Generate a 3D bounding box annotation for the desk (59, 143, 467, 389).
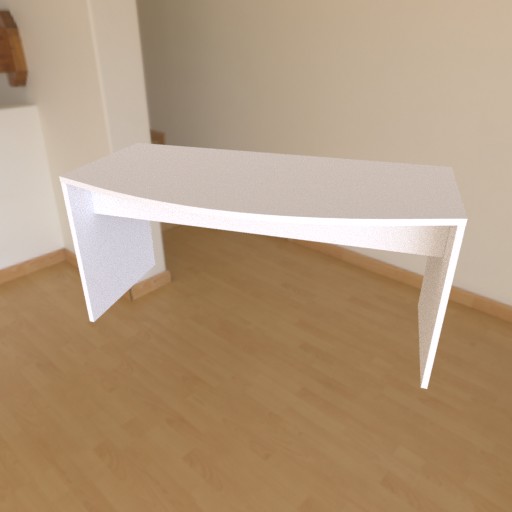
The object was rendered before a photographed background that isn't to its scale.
[{"bbox_3d":[0.000,0.000,2.039,1.600,0.750,0.802,8,28,15],"label":"desk"}]
